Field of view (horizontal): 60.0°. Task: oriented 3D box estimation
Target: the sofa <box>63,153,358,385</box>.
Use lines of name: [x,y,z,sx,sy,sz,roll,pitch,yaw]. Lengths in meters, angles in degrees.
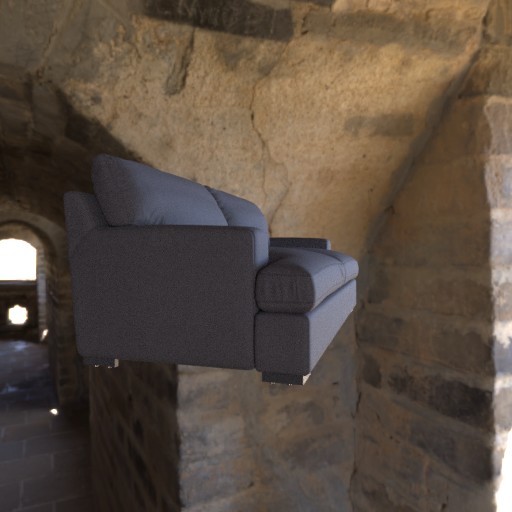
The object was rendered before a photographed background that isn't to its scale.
sofa: [0.000,0.000,2.848,1.140,0.950,2.271,0,1,17]
